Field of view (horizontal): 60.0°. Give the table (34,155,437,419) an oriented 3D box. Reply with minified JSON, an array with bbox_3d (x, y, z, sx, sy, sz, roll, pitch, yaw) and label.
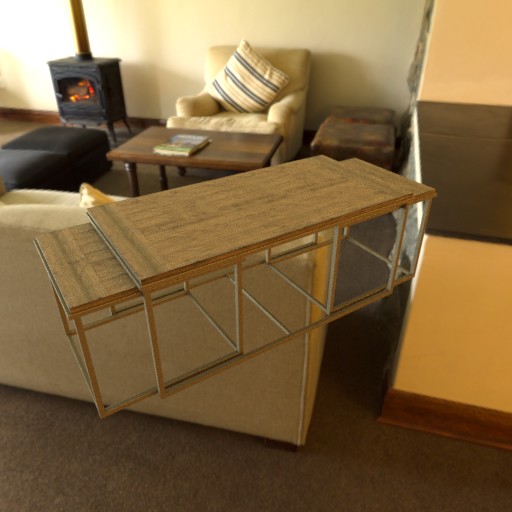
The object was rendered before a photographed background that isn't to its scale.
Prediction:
[{"bbox_3d":[0.000,0.000,1.564,1.312,0.427,0.489,-19,36,-28],"label":"table"}]
